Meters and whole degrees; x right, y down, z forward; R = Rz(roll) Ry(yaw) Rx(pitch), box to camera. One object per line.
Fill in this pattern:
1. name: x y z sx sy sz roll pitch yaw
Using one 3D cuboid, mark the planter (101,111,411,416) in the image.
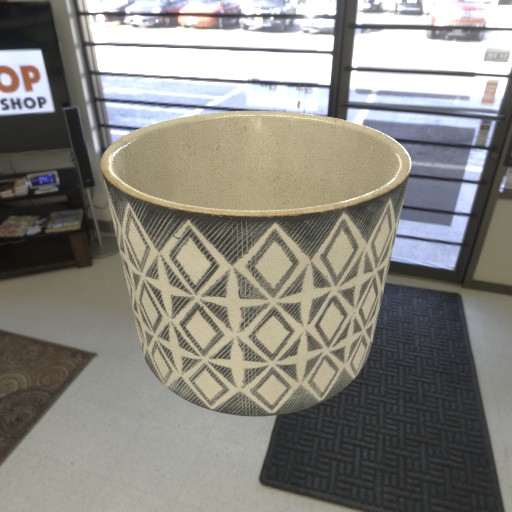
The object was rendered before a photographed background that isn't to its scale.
1. planter: 0.000 0.000 0.329 0.192 0.165 0.192 0 32 0
